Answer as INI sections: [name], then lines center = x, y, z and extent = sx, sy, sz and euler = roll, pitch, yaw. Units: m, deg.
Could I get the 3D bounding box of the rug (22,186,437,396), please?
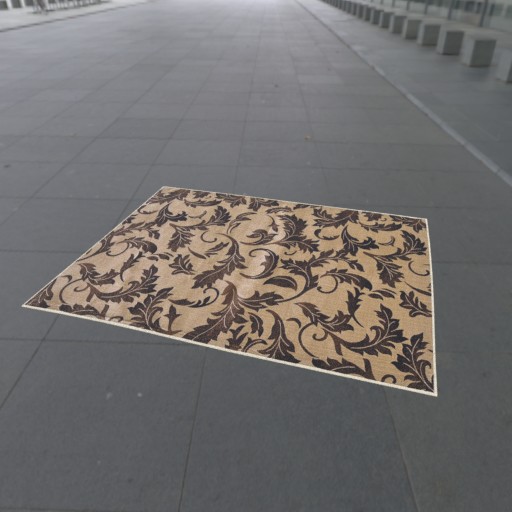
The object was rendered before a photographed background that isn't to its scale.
[rug]
center = 0.000, 0.000, 3.932
extent = 2.977, 0.008, 2.380
euler = 9, 33, 14
